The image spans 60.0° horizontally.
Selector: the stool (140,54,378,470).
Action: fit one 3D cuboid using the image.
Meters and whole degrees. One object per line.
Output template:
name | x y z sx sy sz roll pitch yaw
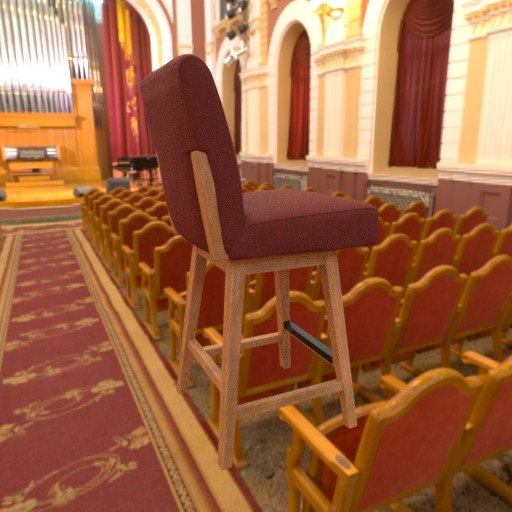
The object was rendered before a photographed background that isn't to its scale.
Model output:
stool | 0.000 0.000 1.337 0.562 1.038 0.468 -7 16 -25
